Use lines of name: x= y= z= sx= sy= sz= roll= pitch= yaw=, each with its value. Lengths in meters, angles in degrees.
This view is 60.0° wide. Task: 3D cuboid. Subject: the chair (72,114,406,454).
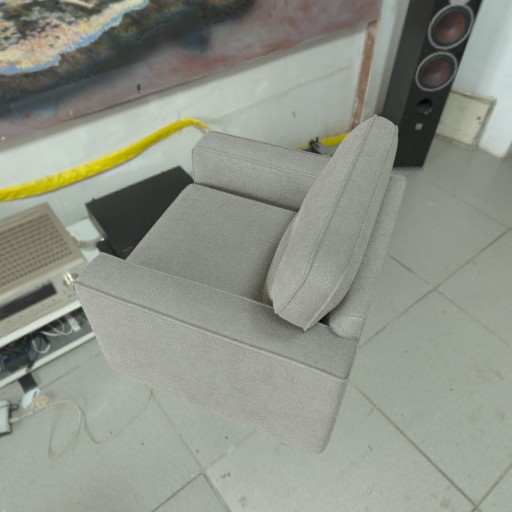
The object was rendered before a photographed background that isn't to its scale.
chair: x=0.000 y=0.000 z=1.743 sx=0.939 sy=0.965 sz=1.015 roll=17 pitch=50 yaw=15
